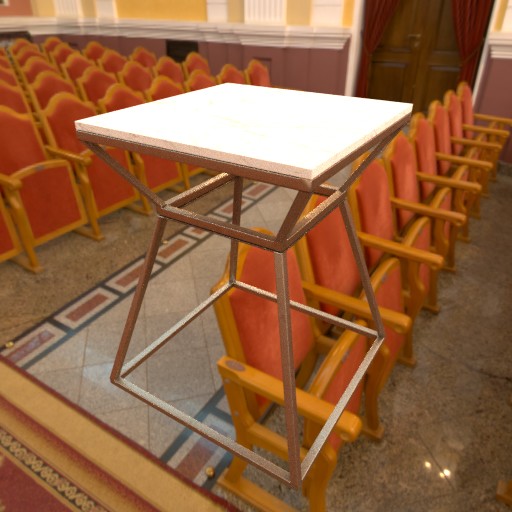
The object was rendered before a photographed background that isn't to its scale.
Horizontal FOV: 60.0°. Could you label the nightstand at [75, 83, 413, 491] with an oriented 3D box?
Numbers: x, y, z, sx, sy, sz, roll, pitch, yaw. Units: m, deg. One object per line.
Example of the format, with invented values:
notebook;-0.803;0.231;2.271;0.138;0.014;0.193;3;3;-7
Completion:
nightstand;0.000;0.000;0.875;0.455;0.554;0.455;18;35;27
